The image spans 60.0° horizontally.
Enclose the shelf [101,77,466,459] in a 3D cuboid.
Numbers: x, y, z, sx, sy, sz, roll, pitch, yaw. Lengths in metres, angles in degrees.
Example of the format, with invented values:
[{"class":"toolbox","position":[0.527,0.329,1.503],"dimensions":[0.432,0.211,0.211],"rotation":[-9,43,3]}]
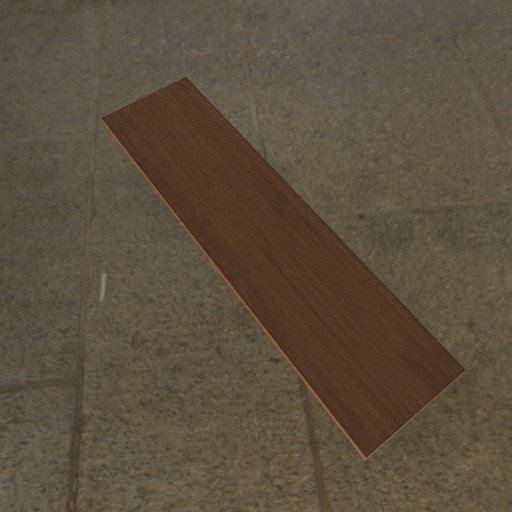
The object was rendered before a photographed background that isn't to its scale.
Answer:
[{"class":"shelf","position":[0.000,0.000,0.718],"dimensions":[0.166,0.190,0.636],"rotation":[-33,67,-16]}]
